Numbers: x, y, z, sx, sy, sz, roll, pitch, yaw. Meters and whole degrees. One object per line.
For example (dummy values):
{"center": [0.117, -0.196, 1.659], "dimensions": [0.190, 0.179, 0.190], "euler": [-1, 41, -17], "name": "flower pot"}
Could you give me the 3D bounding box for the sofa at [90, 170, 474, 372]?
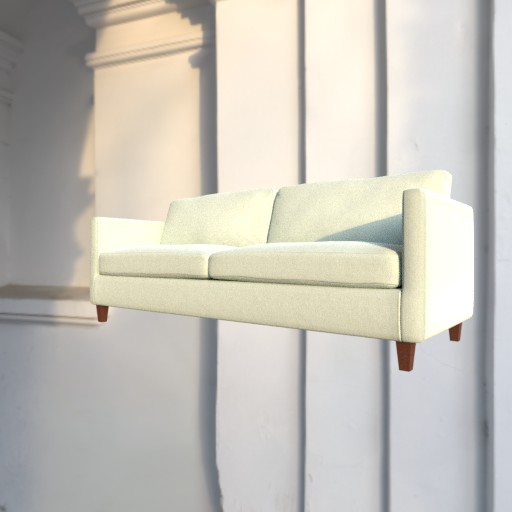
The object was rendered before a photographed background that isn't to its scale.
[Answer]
{"center": [0.000, 0.000, 2.889], "dimensions": [2.434, 0.965, 0.948], "euler": [0, 0, 38], "name": "sofa"}
